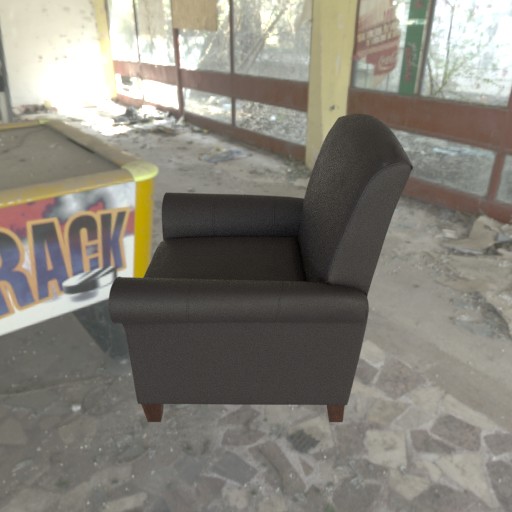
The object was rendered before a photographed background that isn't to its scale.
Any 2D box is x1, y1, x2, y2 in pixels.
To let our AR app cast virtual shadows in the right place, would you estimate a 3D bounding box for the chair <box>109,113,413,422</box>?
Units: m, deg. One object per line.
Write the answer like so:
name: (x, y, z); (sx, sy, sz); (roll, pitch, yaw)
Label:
chair: (0.000, 0.000, 1.769); (0.902, 1.061, 0.978); (0, 26, 0)
